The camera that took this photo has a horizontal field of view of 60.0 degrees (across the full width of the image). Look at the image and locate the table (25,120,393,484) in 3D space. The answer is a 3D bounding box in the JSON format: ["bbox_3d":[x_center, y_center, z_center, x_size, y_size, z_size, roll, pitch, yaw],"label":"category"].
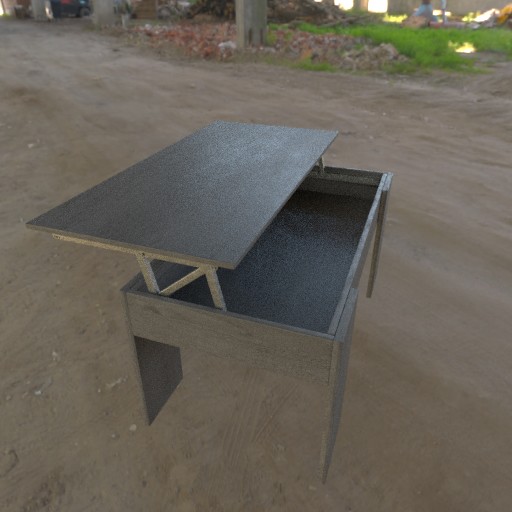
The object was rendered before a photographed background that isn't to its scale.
[{"bbox_3d":[0.000,0.000,1.412,0.711,0.570,1.000,11,32,17],"label":"table"}]
